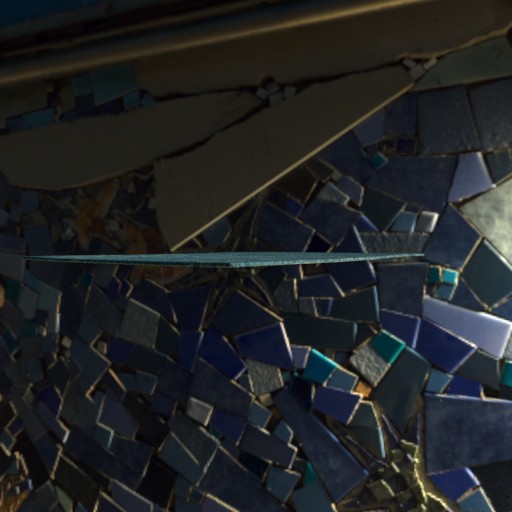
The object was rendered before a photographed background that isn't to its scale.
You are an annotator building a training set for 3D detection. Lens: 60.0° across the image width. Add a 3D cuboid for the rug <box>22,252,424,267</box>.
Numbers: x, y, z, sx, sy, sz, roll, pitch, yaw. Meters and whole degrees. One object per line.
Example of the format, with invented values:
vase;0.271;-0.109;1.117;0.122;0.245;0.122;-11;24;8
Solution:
rug;0.000;0.000;2.181;1.136;0.017;1.728;1;2;37
